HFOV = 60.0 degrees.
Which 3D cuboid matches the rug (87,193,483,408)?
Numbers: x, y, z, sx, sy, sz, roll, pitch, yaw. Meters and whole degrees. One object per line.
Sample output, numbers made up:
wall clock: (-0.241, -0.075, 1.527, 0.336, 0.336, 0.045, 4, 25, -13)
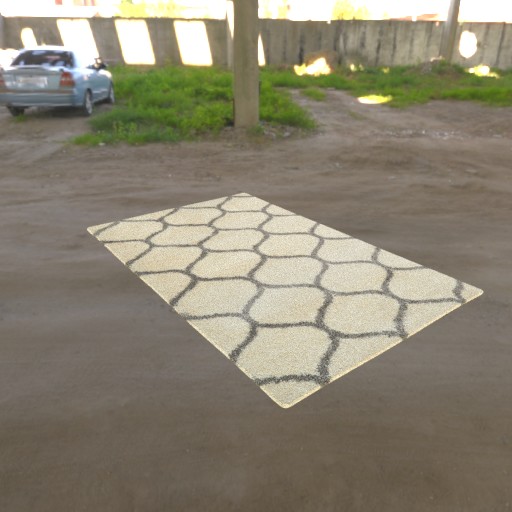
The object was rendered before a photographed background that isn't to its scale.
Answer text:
rug: (0.000, 0.000, 2.970, 1.501, 0.024, 2.348, -18, 31, -33)
